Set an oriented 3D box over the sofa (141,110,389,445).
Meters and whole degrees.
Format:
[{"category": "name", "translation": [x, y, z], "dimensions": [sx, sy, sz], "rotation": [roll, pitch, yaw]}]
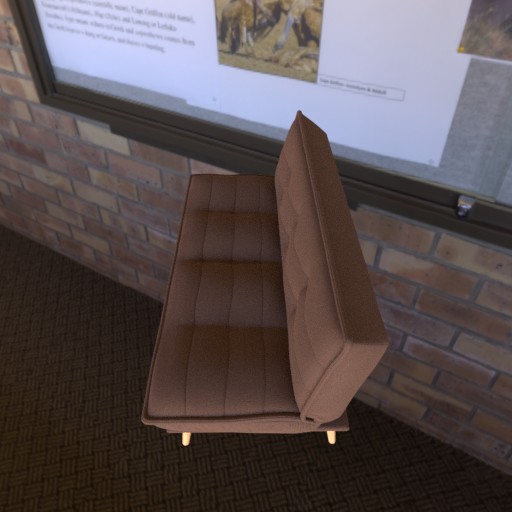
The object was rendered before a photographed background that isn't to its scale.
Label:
[{"category": "sofa", "translation": [0.000, 0.000, 2.467], "dimensions": [0.950, 0.890, 1.940], "rotation": [0, 41, -1]}]
